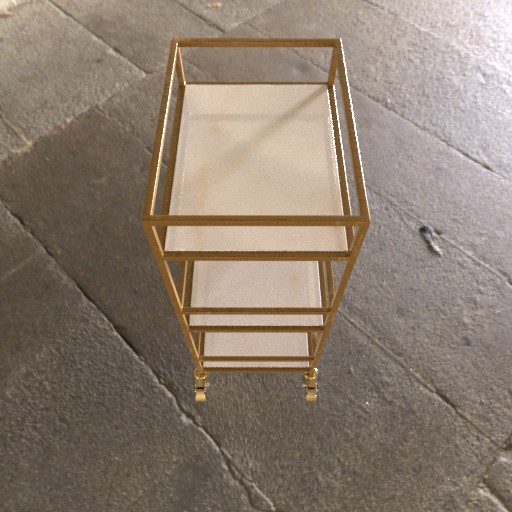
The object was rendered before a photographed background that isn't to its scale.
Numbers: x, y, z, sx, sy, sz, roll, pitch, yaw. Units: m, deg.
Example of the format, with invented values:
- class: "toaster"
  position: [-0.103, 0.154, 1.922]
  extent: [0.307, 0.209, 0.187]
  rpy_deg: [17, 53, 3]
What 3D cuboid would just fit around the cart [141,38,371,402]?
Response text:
- class: "cart"
  position: [0.000, 0.000, 1.004]
  extent: [0.332, 0.761, 0.483]
  rpy_deg: [0, 59, 0]
